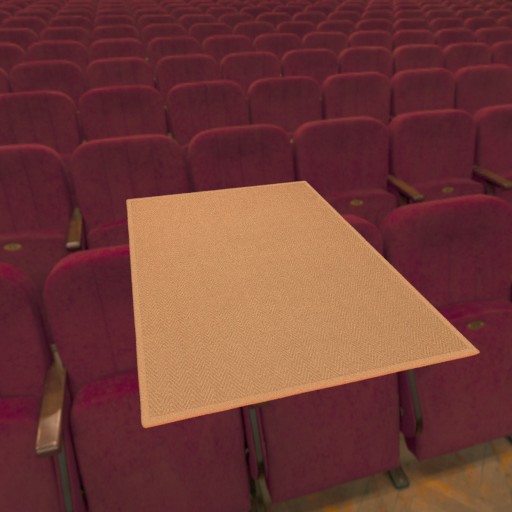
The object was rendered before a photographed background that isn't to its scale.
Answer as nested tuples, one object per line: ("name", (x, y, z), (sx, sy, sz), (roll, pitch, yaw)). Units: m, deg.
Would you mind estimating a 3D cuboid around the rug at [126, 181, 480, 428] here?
("rug", (0.000, 0.000, 2.801), (1.532, 0.017, 2.244), (-8, 32, -13))
